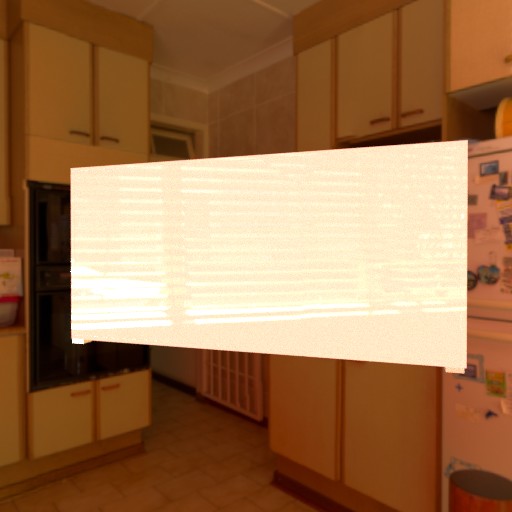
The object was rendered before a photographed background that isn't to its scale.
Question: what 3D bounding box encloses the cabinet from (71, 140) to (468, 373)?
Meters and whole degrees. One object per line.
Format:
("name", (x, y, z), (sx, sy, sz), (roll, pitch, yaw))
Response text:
("cabinet", (0.000, 0.000, 1.963), (1.650, 0.800, 0.400), (0, 1, 18))
